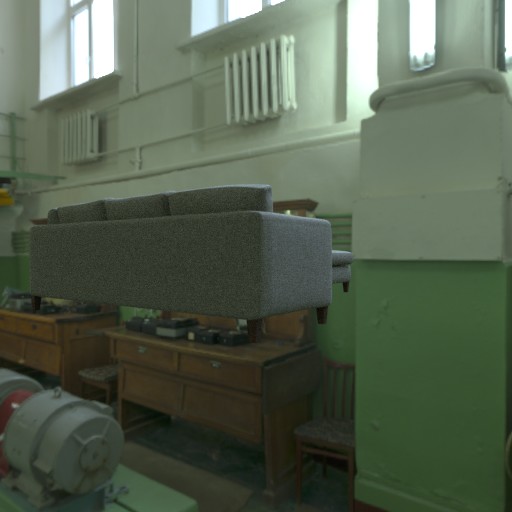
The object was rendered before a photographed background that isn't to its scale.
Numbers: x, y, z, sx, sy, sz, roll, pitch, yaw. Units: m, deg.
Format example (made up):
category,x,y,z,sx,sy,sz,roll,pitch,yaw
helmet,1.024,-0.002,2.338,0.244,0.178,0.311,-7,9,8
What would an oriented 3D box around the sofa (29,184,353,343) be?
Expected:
category,x,y,z,sx,sy,sz,roll,pitch,yaw
sofa,0.000,0.000,4.599,2.593,0.959,3.460,0,0,36
